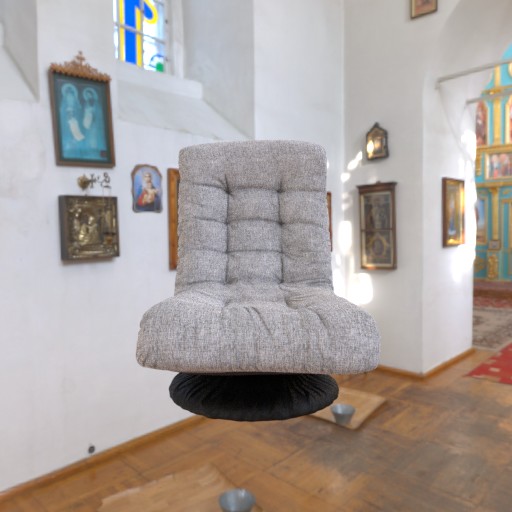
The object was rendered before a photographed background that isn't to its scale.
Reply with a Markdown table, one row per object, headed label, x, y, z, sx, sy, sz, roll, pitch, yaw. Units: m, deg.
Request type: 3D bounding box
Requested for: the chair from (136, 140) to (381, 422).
| label | x | y | z | sx | sy | sz | roll | pitch | yaw |
| --- | --- | --- | --- | --- | --- | --- | --- | --- | --- |
| chair | 0.000 | 0.000 | 0.966 | 0.400 | 0.600 | 0.583 | 0 | 2 | -1 |
